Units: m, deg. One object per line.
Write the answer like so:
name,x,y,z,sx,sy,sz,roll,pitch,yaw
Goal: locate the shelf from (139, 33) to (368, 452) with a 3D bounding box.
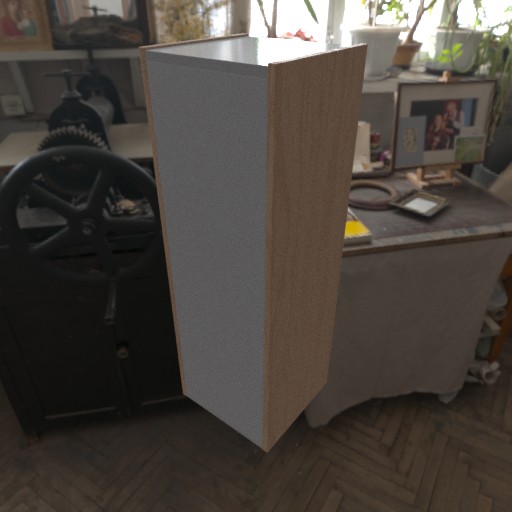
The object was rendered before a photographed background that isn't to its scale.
shelf,0.000,0.000,1.041,0.300,0.900,0.290,23,39,32
